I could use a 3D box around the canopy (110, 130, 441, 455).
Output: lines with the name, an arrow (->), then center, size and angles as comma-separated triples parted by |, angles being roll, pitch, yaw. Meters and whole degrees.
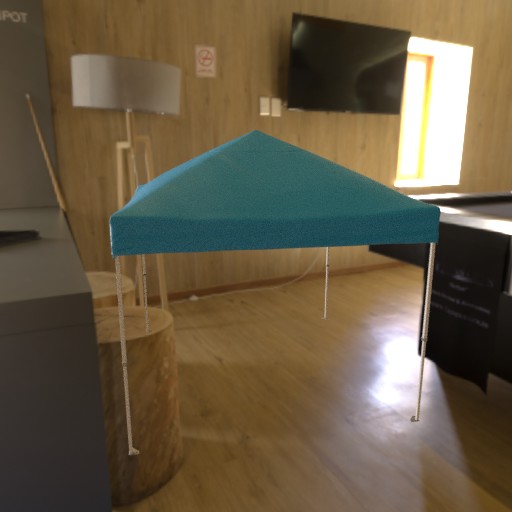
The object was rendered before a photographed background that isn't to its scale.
canopy -> 0.000, 0.000, 5.468 | 2.996, 2.997, 2.998 | -2, 14, -10
